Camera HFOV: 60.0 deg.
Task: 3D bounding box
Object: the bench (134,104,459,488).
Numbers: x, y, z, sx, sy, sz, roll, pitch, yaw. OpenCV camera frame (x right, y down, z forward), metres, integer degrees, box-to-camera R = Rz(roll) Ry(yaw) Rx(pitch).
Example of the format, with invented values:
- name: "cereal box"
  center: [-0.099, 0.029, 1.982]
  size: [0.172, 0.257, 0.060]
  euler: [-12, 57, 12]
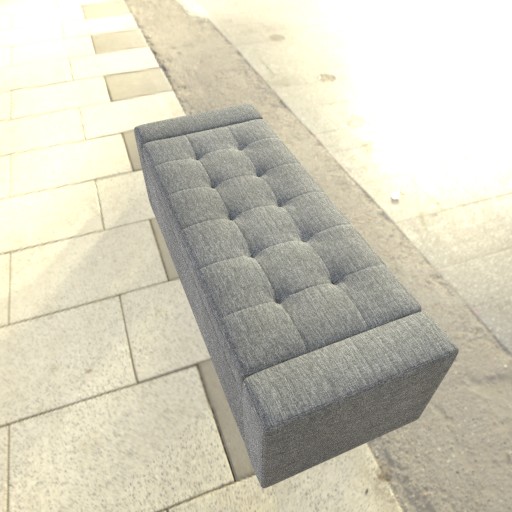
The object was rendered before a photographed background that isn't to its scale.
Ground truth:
- name: "bench"
  center: [0.000, 0.000, 1.520]
  size: [0.508, 0.445, 1.296]
  euler: [-17, 48, -15]
